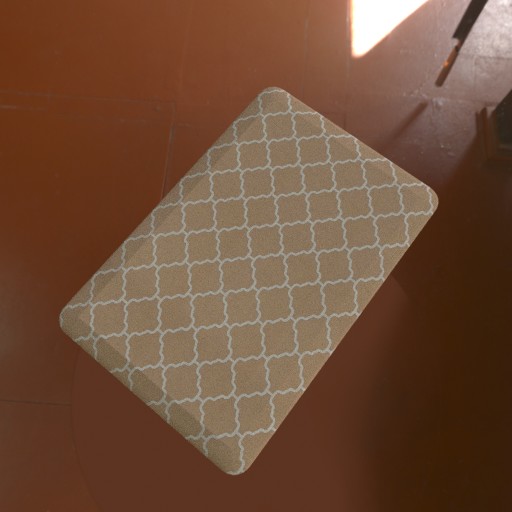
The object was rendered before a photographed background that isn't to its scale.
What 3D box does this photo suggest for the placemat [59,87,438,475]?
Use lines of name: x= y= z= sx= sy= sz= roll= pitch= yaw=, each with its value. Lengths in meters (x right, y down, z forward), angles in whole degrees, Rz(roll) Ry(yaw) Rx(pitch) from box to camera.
placemat: x=0.000 y=0.000 z=0.977 sx=0.508 sy=0.021 sz=0.762 roll=37 pitch=77 yaw=10
